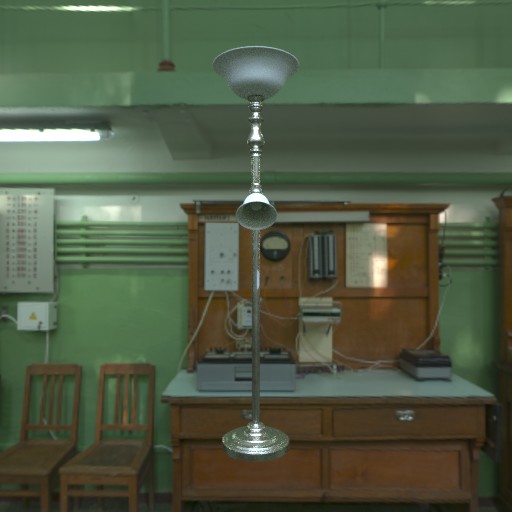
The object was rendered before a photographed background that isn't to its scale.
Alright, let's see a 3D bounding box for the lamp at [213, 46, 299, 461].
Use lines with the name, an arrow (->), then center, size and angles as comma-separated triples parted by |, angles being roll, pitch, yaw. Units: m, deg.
lamp -> 0.000, 0.000, 2.000 | 0.405, 1.785, 0.575 | 0, 0, 0
